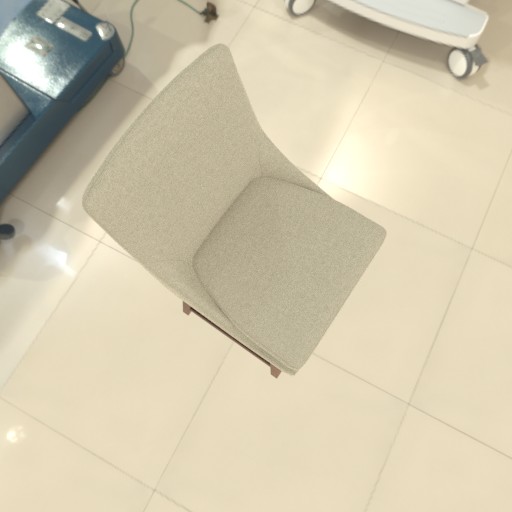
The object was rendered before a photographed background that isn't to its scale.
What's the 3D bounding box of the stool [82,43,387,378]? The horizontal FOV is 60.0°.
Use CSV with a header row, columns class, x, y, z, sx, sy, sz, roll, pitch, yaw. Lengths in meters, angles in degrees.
class,x,y,z,sx,sy,sz,roll,pitch,yaw
stool,0.000,0.000,1.298,0.559,0.991,0.469,34,76,9
